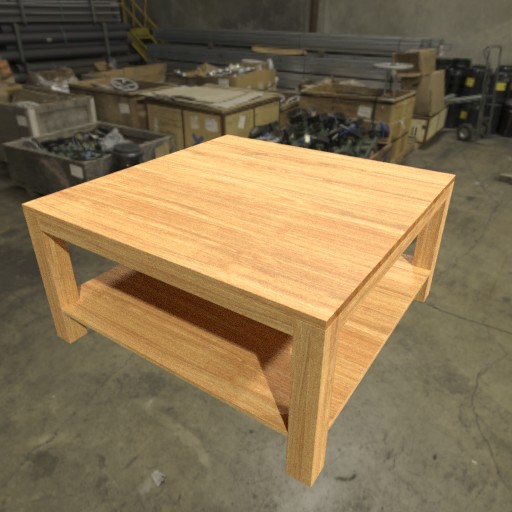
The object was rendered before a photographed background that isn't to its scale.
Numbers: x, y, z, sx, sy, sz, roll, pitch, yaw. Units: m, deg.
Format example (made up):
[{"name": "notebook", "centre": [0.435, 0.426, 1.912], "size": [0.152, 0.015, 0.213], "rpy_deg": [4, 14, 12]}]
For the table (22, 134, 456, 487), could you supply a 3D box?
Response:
[{"name": "table", "centre": [0.000, 0.000, 1.394], "size": [0.900, 0.450, 0.900], "rpy_deg": [18, 34, 29]}]
